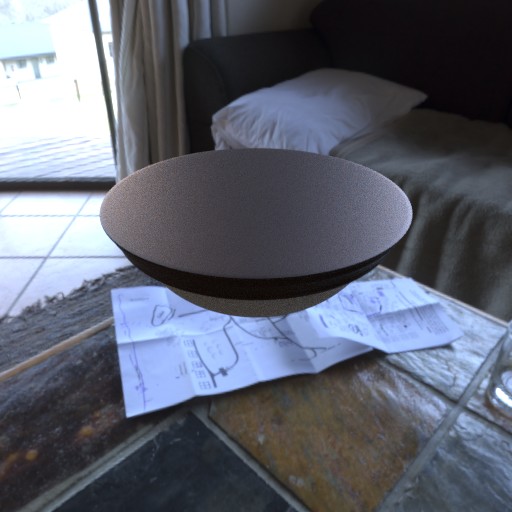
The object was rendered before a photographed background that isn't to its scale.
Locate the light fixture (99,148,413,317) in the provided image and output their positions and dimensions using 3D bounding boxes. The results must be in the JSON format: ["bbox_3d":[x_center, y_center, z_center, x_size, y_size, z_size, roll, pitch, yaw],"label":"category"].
[{"bbox_3d":[0.000,0.000,0.448,0.280,0.135,0.280,0,31,0],"label":"light fixture"}]
